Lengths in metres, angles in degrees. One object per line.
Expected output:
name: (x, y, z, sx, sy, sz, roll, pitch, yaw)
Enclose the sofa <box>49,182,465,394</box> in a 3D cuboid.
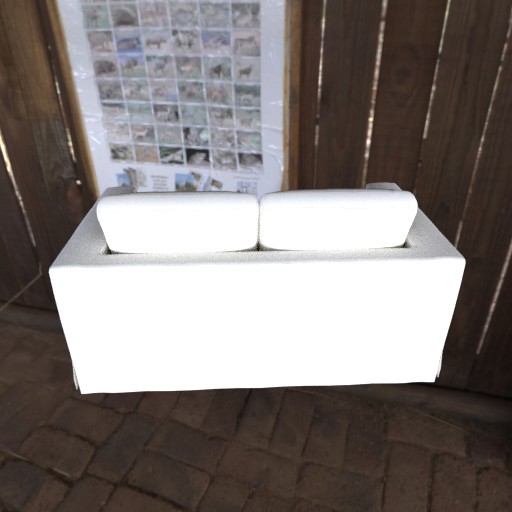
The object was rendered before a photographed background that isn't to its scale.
sofa: (0.000, 0.000, 2.407, 1.813, 0.932, 1.009, -1, 29, -2)
